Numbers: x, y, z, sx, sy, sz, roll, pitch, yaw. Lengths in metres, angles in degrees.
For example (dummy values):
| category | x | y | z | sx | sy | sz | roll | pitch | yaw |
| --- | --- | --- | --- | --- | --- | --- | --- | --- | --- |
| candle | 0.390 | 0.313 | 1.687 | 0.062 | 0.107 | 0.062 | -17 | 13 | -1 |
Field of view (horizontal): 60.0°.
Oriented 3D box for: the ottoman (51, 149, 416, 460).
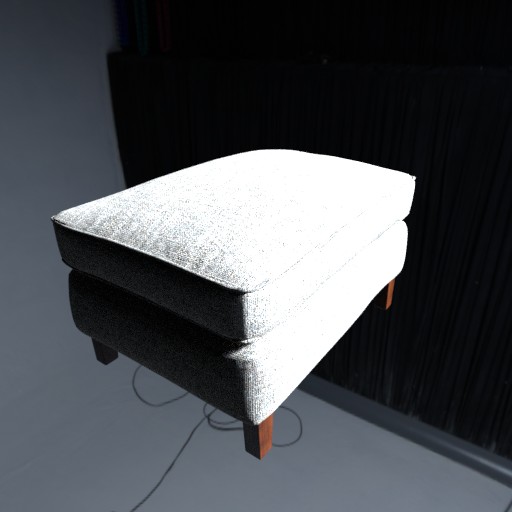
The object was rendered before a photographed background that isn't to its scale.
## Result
| category | x | y | z | sx | sy | sz | roll | pitch | yaw |
| --- | --- | --- | --- | --- | --- | --- | --- | --- | --- |
| ottoman | 0.000 | 0.000 | 0.993 | 0.508 | 0.406 | 0.686 | 18 | 31 | 32 |
